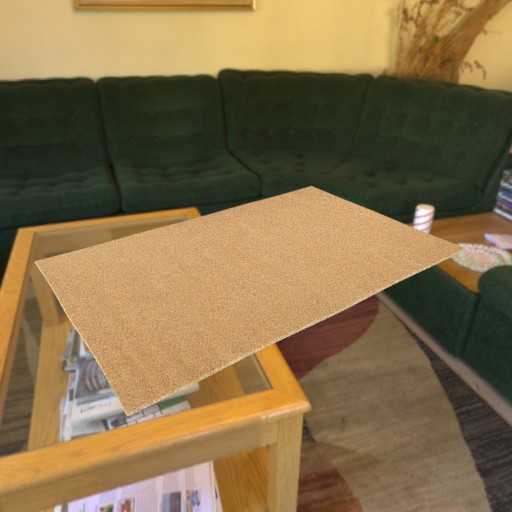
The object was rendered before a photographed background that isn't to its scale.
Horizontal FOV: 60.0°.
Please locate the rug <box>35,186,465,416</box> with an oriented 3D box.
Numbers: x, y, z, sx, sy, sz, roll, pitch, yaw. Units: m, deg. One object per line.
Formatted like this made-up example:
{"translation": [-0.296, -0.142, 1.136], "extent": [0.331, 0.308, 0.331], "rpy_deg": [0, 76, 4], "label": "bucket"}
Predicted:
{"translation": [0.000, 0.000, 2.867], "extent": [2.346, 0.025, 1.500], "rpy_deg": [-19, 34, -31], "label": "rug"}
